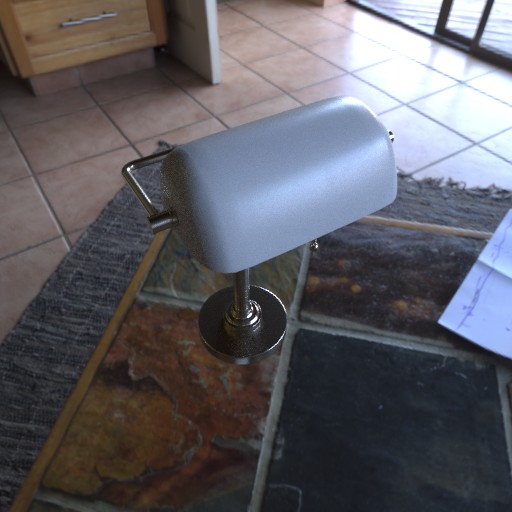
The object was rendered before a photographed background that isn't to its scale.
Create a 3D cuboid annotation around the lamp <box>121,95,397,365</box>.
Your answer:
[{"bbox_3d":[0.000,0.000,0.557,0.269,0.404,0.227,-24,50,-21],"label":"lamp"}]
